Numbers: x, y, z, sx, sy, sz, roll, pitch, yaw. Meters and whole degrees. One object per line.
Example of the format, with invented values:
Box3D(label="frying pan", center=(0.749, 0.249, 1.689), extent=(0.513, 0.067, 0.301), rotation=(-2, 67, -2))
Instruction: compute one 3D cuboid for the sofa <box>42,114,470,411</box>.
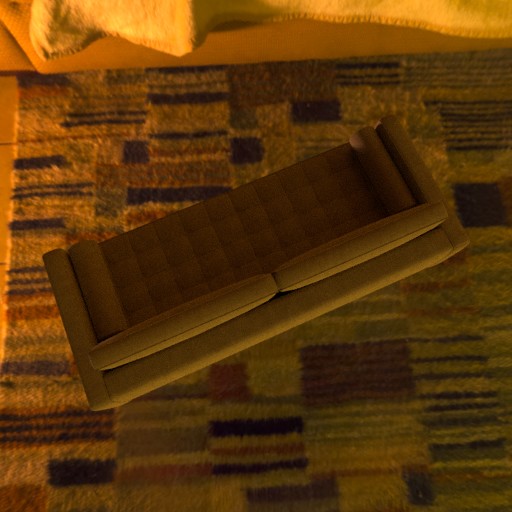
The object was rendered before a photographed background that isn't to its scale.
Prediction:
Box3D(label="sofa", center=(0.000, 0.000, 2.599), extent=(2.200, 0.770, 0.919), rotation=(-23, 76, -6))
